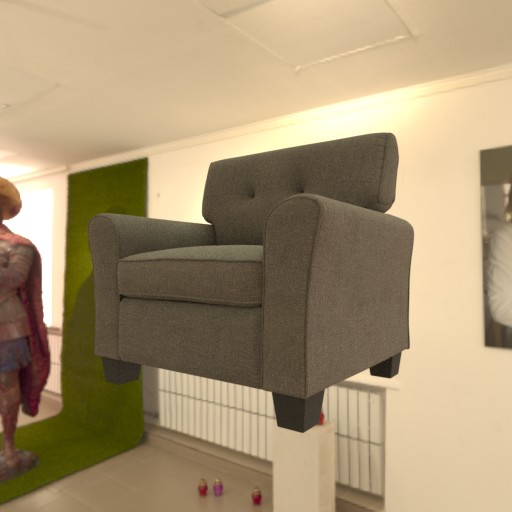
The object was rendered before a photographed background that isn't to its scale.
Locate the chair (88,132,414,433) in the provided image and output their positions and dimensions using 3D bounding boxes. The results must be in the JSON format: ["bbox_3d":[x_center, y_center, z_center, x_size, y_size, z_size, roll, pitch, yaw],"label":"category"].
[{"bbox_3d":[0.000,0.000,1.621,0.941,0.890,0.816,0,-1,36],"label":"chair"}]
